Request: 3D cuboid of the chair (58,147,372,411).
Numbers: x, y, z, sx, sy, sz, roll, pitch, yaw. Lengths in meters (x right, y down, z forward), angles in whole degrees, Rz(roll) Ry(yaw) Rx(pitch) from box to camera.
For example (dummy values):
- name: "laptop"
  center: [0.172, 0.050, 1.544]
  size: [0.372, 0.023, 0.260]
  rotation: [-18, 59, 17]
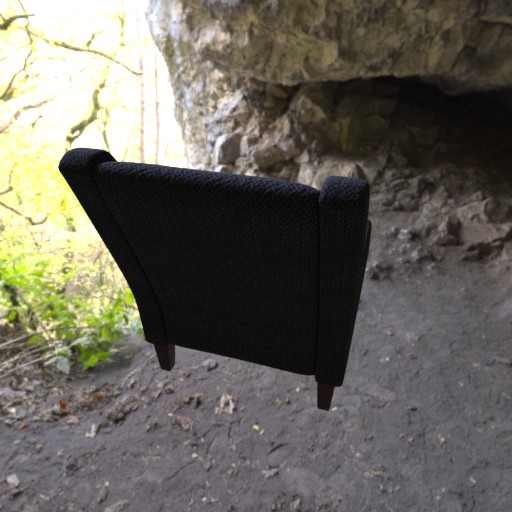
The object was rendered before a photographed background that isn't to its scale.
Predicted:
- name: "chair"
  center: [0.000, 0.000, 1.664]
  size: [0.793, 1.012, 0.944]
  rotation: [9, 33, 15]
